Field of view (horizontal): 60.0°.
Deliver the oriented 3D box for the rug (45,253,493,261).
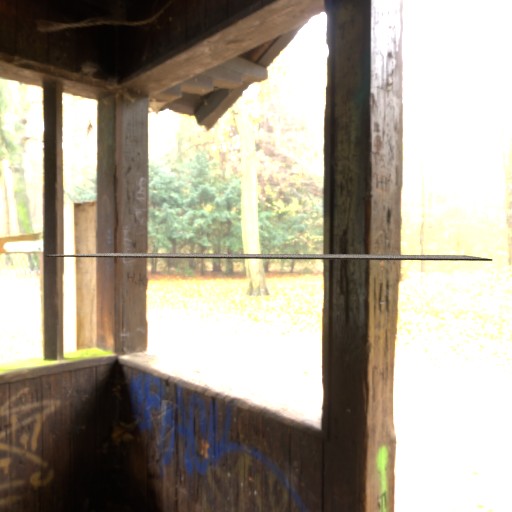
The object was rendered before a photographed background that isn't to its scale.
[{"bbox_3d":[0.000,0.000,2.687,2.448,0.012,0.769,0,1,17],"label":"rug"}]
